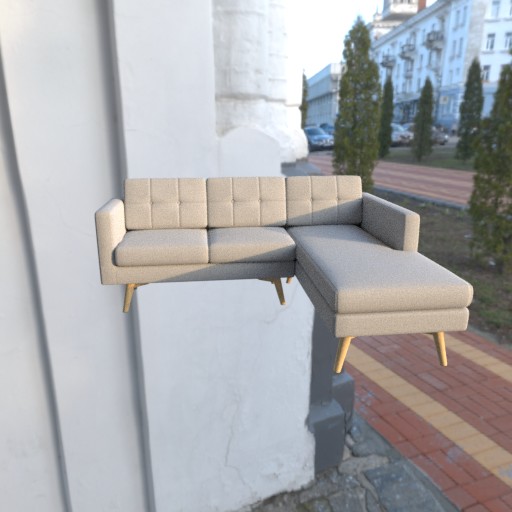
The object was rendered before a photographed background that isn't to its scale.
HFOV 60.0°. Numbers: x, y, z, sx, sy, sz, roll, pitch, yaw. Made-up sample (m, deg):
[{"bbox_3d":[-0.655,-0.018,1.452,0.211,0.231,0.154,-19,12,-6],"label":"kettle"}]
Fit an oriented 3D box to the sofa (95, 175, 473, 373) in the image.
[{"bbox_3d":[0.000,0.000,2.827,2.040,0.860,1.530,-2,17,-6],"label":"sofa"}]
